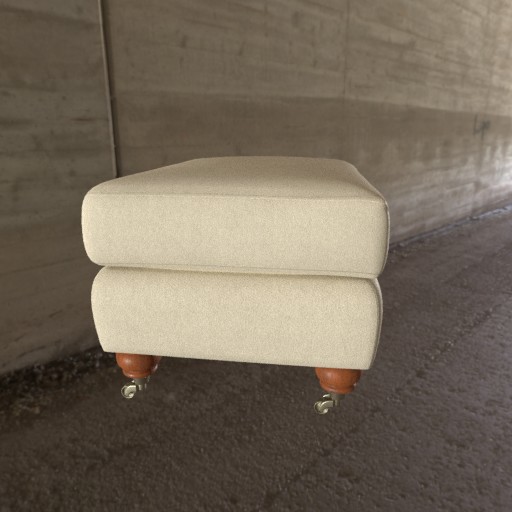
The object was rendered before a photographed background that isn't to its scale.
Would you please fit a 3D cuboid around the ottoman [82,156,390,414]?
[{"bbox_3d":[0.000,0.000,1.169,0.569,0.499,0.773,2,16,7],"label":"ottoman"}]
